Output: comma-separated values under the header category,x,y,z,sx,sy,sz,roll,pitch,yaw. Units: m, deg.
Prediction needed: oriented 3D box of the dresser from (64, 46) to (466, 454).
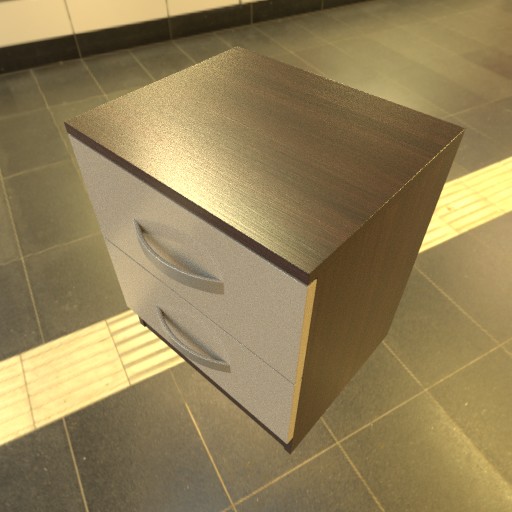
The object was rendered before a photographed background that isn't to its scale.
category,x,y,z,sx,sy,sz,roll,pitch,yaw
dresser,0.000,0.000,0.737,0.400,0.470,0.360,33,54,27
